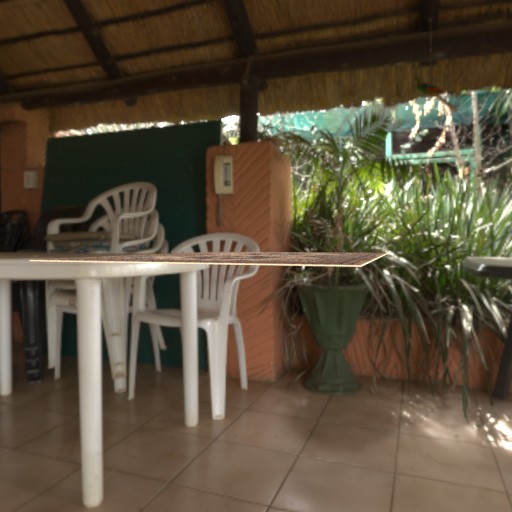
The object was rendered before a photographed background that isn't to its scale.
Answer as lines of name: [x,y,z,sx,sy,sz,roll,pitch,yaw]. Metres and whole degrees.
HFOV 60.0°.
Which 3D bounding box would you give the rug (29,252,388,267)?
rug: [0.000,0.000,2.985,1.611,0.008,2.227,1,2,19]
